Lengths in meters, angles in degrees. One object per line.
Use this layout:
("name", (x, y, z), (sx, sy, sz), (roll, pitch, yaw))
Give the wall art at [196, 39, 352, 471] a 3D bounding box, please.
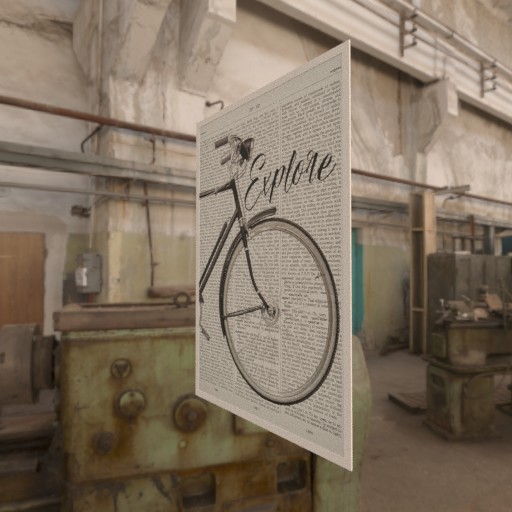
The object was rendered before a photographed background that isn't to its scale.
("wall art", (0.000, 0.000, 0.811), (0.003, 0.610, 0.457), (1, -2, -36))
